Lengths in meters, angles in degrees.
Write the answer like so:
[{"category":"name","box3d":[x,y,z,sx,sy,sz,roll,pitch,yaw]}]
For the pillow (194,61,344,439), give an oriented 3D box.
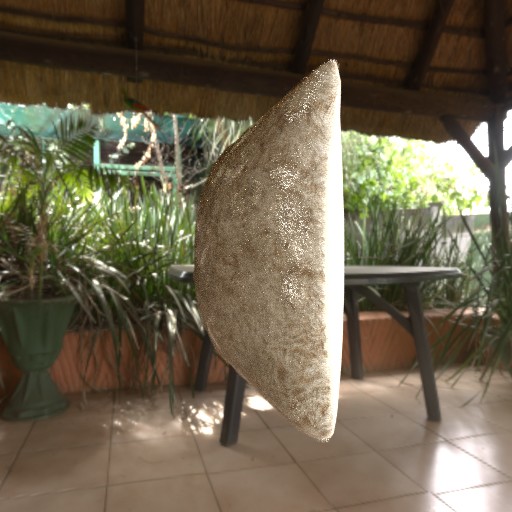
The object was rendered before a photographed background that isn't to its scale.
[{"category":"pillow","box3d":[0.000,0.000,0.817,0.216,0.525,0.538,0,0,-17]}]
